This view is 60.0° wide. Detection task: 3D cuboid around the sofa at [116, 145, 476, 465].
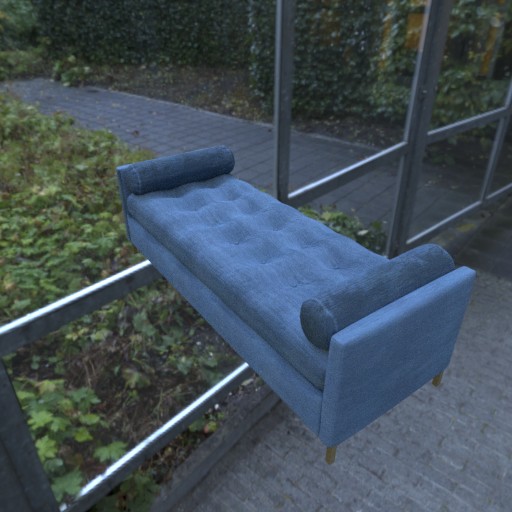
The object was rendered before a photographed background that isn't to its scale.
[{"bbox_3d":[0.000,0.000,2.502,0.796,0.705,2.102,-20,36,-30],"label":"sofa"}]
